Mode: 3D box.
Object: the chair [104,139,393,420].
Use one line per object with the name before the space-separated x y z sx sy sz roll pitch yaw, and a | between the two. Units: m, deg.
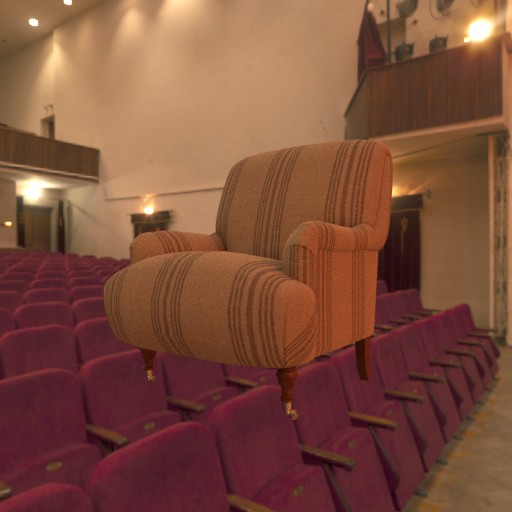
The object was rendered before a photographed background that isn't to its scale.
chair | 0.000 0.000 1.656 0.813 0.940 0.914 0 0 36
